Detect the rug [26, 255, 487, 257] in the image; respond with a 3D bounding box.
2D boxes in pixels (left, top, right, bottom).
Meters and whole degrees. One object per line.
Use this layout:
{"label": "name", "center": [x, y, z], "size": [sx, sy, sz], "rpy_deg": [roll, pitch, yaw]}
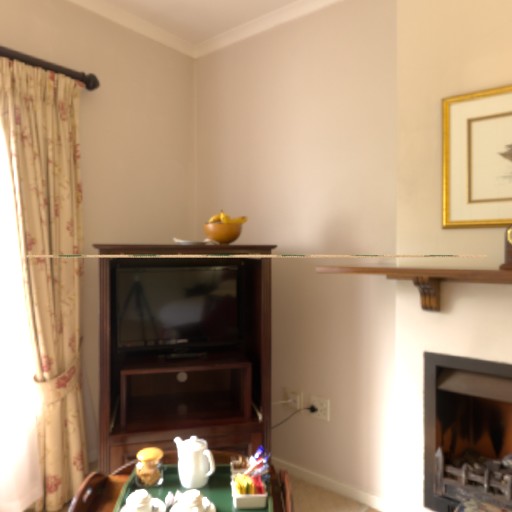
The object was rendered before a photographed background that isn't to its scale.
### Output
{"label": "rug", "center": [0.000, 0.000, 2.720], "size": [2.438, 0.012, 0.768], "rpy_deg": [0, 0, 1]}
